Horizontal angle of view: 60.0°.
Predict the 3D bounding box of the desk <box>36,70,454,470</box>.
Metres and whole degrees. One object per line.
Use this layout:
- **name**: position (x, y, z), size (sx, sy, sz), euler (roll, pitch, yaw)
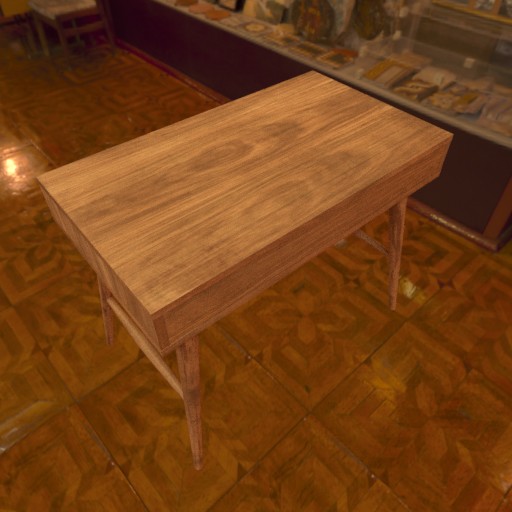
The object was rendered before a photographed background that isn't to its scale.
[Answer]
- **desk**: position (0.000, 0.000, 1.416), size (0.949, 0.758, 0.588), euler (-31, 53, -27)
